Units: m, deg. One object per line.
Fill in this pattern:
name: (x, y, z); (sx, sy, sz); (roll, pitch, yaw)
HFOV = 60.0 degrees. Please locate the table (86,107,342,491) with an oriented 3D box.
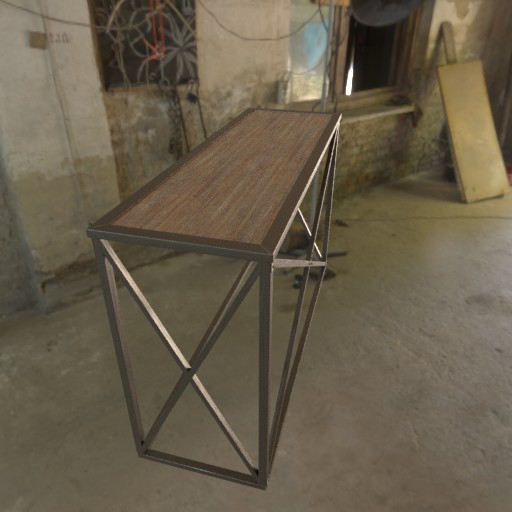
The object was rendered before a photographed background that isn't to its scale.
table: (0.000, 0.000, 1.572); (0.402, 0.753, 1.216); (8, 31, 13)
